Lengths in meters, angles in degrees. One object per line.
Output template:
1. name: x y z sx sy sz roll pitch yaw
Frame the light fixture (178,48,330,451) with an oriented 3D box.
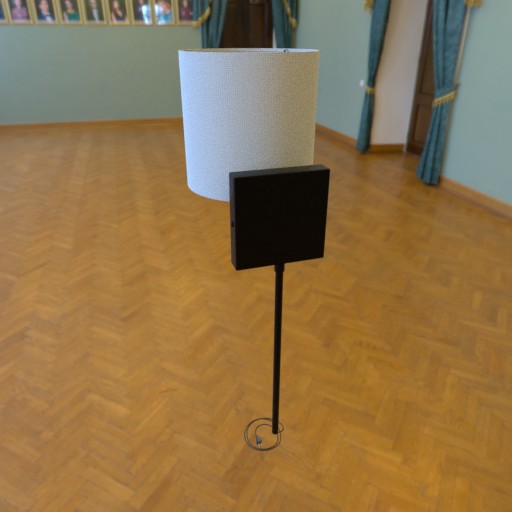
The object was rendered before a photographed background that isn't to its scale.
1. light fixture: 0.000 0.000 0.701 0.188 0.589 0.248 -8 28 -16
